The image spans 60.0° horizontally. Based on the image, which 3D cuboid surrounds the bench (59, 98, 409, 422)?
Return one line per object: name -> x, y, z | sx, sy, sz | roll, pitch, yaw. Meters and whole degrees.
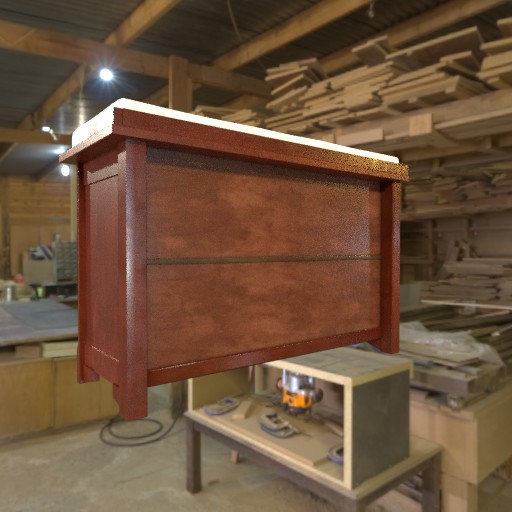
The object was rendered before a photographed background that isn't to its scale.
bench -> 0.000, 0.000, 1.295 | 0.987, 0.646, 0.369 | -1, 1, -38
